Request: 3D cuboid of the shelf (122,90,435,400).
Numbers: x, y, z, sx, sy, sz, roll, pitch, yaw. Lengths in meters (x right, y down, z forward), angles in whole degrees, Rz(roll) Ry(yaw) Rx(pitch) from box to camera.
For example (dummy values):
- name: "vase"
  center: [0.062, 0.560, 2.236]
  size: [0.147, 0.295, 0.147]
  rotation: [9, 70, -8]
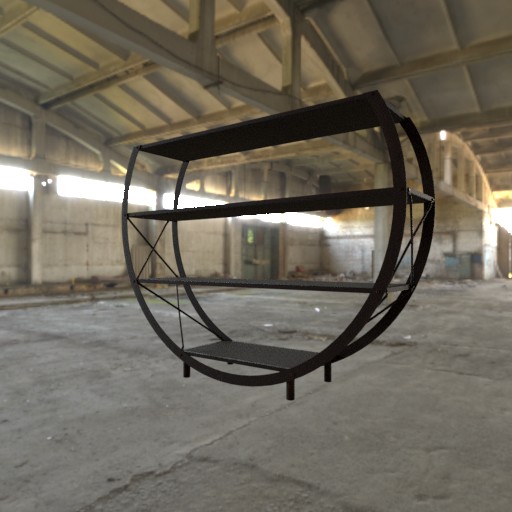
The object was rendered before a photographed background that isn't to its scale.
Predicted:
- name: "shelf"
  center: [0.000, 0.000, 1.918]
  size: [1.403, 1.063, 0.344]
  rotation: [0, -1, 36]
